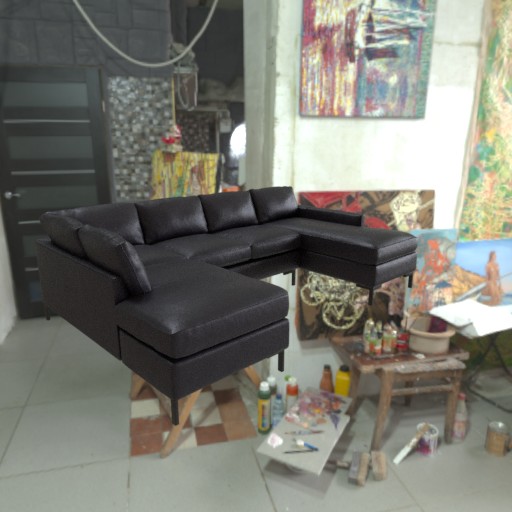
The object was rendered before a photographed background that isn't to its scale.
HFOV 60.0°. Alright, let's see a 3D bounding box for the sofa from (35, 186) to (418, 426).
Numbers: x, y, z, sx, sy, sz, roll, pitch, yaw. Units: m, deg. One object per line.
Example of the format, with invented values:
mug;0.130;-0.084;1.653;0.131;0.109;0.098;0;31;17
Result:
sofa;0.000;0.000;3.758;2.956;0.900;1.939;-14;20;-42
